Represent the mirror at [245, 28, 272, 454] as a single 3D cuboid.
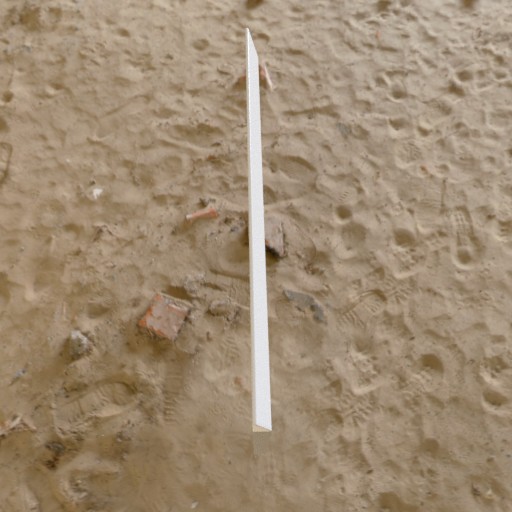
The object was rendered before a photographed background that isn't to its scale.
[{"bbox_3d":[0.000,0.000,1.109,0.030,0.630,0.870,-1,63,-1],"label":"mirror"}]
